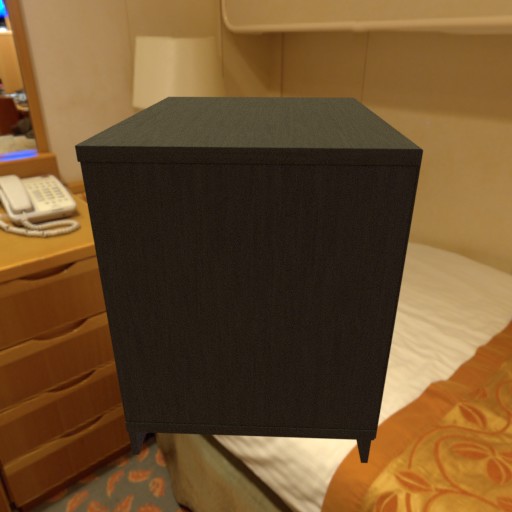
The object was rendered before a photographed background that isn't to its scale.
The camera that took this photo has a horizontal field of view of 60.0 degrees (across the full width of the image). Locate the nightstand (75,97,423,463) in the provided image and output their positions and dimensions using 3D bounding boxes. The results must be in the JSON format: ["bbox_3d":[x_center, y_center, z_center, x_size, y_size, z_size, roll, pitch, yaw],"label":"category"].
[{"bbox_3d":[0.000,0.000,0.728,0.347,0.448,0.427,1,26,2],"label":"nightstand"}]
